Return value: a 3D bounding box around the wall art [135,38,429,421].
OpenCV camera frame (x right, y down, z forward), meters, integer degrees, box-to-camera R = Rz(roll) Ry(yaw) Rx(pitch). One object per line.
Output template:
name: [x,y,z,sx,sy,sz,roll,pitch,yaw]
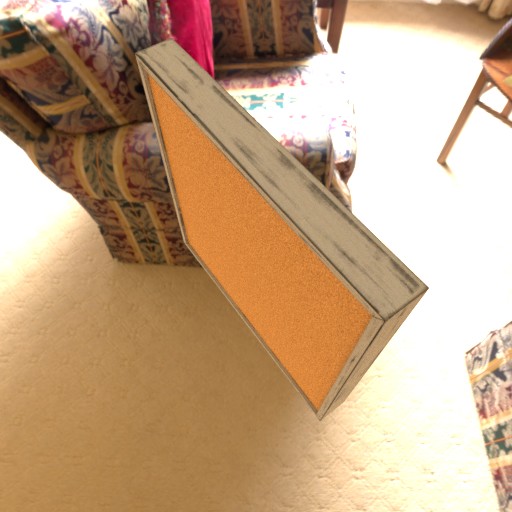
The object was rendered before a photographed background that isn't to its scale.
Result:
wall art: [0.000,0.000,0.453,0.036,0.303,0.303,-32,64,-17]
